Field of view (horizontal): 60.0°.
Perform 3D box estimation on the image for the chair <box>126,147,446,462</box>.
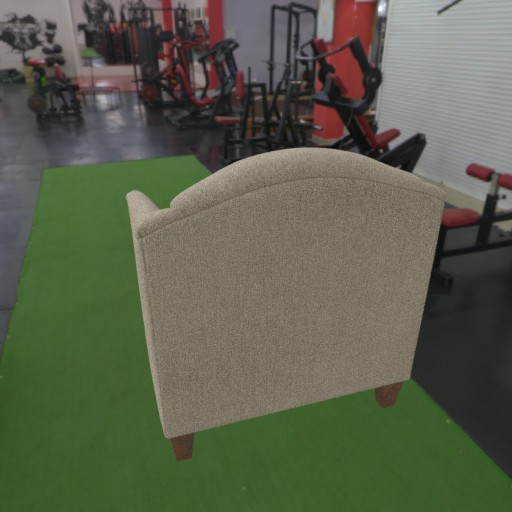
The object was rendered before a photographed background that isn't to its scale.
[{"bbox_3d":[0.000,0.000,1.451,0.763,0.839,0.787,-8,27,-16],"label":"chair"}]
